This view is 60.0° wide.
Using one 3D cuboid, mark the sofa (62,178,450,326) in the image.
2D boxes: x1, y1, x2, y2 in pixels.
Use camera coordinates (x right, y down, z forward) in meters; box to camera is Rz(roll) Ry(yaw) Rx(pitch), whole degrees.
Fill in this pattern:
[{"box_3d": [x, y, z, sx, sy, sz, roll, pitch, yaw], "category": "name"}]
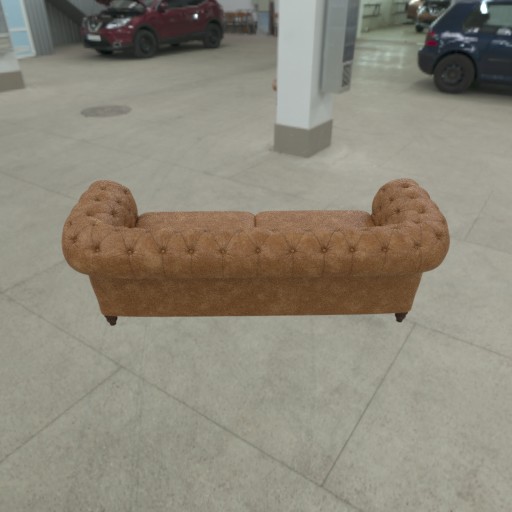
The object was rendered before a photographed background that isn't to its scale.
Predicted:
[{"box_3d": [0.000, 0.000, 2.894, 2.365, 0.760, 0.989, -1, 31, -1], "category": "sofa"}]
